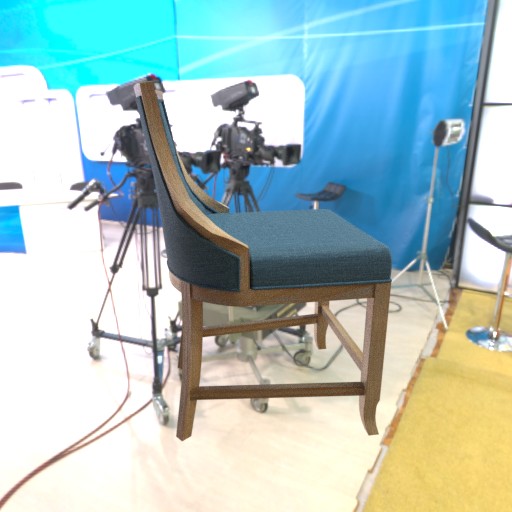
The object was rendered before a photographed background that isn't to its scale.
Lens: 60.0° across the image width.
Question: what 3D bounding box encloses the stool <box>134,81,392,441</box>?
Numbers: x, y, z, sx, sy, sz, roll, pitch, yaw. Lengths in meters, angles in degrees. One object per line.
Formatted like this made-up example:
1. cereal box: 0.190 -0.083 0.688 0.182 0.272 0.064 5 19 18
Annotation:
1. stool: 0.000 0.000 1.319 0.626 0.938 0.524 -3 18 -9
